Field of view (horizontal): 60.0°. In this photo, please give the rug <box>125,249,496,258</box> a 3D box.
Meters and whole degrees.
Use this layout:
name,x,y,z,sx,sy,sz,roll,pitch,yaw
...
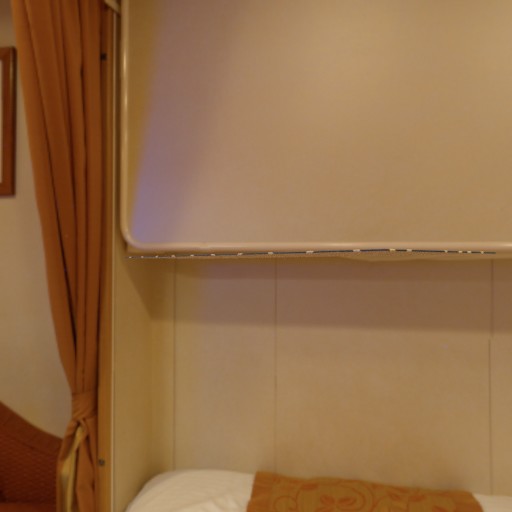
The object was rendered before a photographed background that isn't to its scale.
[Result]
name,x,y,z,sx,sy,sz,roll,pitch,yaw
rug,0.000,0.000,2.486,0.685,0.006,2.296,1,-1,-36
